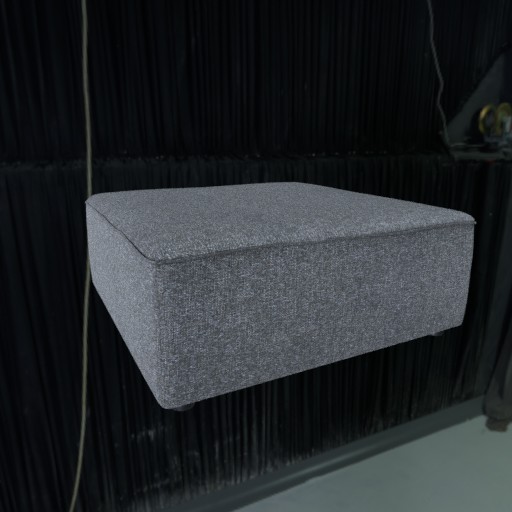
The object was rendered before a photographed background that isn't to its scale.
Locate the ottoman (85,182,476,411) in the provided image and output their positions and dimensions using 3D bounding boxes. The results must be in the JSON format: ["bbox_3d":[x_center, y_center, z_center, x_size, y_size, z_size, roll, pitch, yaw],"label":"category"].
[{"bbox_3d":[0.000,0.000,1.582,1.021,0.423,1.017,-8,17,-26],"label":"ottoman"}]
